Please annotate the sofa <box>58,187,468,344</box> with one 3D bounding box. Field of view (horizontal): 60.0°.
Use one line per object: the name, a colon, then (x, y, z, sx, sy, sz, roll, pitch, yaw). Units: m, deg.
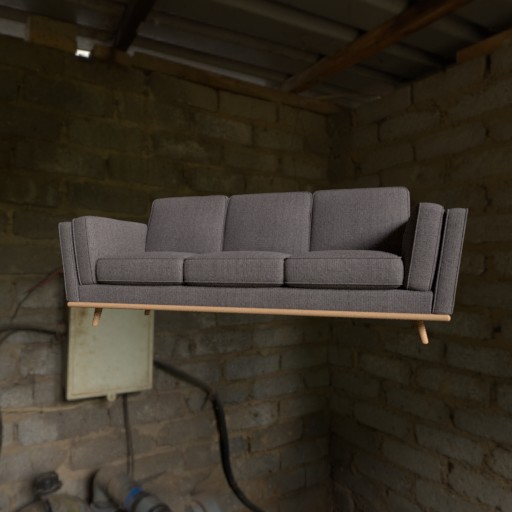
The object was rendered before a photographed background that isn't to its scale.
sofa: (0.000, 0.000, 2.833, 2.362, 0.899, 0.903, 0, -1, 18)
